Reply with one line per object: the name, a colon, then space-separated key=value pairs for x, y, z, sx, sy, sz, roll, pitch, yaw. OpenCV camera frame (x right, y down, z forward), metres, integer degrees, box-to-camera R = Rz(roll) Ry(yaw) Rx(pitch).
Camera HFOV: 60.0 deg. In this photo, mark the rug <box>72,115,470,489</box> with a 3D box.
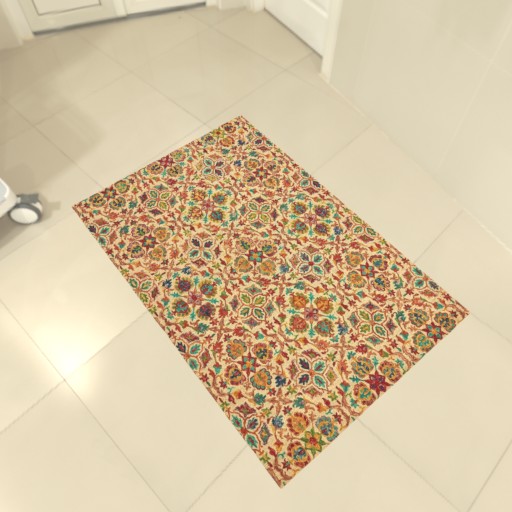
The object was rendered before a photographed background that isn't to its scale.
rug: x=0.000 y=0.000 z=2.350 sx=1.226 sy=0.013 sz=1.838 roll=-34 pitch=64 yaw=-19
